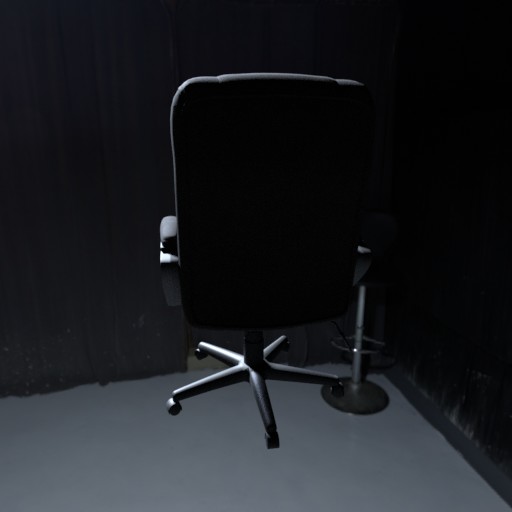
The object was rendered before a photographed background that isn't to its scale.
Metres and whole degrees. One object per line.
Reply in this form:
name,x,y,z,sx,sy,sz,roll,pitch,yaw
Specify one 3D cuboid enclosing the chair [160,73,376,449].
chair,0.000,0.000,1.536,0.667,1.105,0.724,-3,16,-10
